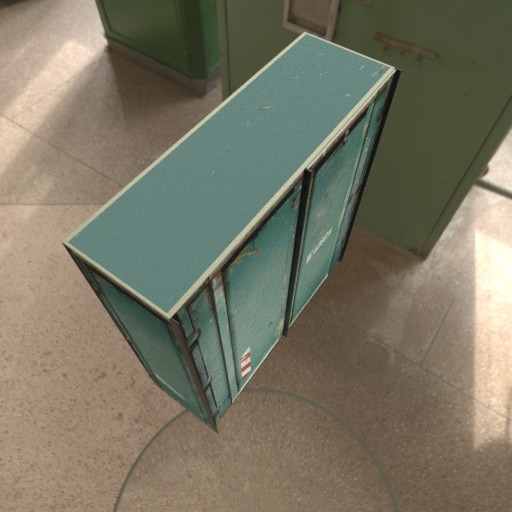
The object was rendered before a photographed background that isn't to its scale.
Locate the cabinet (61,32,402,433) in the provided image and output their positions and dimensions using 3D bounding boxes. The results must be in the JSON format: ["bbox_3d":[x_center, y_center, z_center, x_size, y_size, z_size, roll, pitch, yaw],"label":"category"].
[{"bbox_3d":[0.000,0.000,3.198,0.680,2.160,2.000,31,63,18],"label":"cabinet"}]
